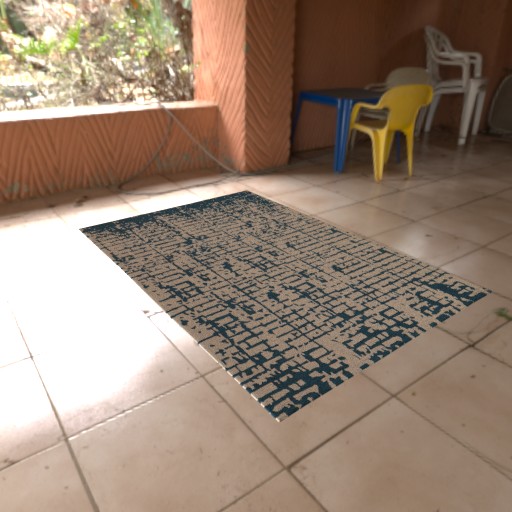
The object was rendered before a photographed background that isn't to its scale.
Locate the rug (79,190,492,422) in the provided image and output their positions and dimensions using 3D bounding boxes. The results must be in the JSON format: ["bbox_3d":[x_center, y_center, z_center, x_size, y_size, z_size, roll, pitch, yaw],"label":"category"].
[{"bbox_3d":[0.000,0.000,2.267,1.220,0.007,1.828,-18,31,-33],"label":"rug"}]
